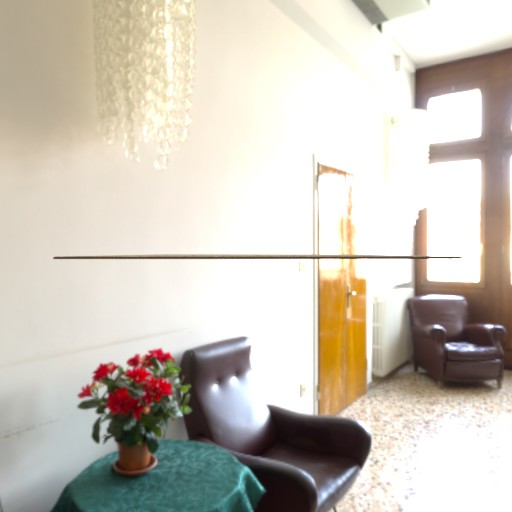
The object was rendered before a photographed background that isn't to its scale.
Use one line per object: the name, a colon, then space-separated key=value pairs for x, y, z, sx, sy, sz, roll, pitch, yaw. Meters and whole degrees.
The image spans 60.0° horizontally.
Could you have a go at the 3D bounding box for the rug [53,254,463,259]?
rug: x=0.000 y=0.000 z=3.909 sx=2.288 sy=0.018 sz=2.895 roll=0 pitch=0 yaw=-1
